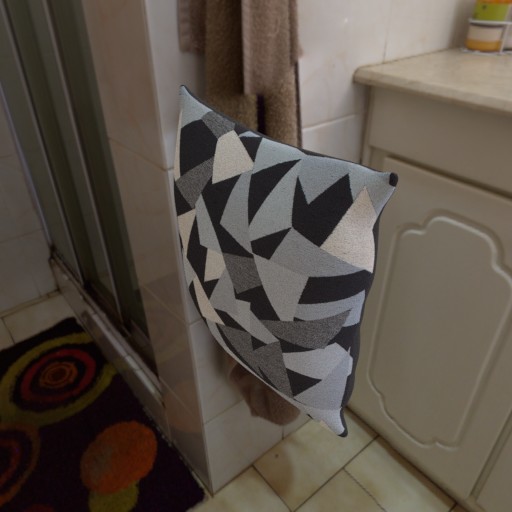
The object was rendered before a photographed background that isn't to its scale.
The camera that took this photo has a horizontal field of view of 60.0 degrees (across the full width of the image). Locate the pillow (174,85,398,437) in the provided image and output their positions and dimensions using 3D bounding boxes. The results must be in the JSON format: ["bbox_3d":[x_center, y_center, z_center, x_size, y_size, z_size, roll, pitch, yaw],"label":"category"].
[{"bbox_3d":[0.000,0.000,0.789,0.208,0.496,0.503,-23,40,-30],"label":"pillow"}]
